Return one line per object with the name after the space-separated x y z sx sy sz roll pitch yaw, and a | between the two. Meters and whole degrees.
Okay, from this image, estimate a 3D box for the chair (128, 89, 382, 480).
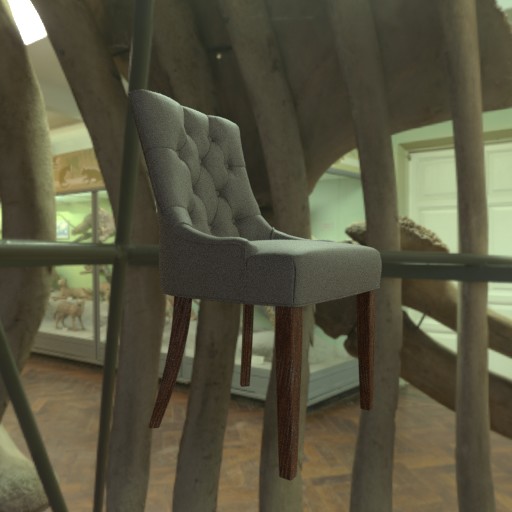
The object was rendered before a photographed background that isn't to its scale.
0.000 0.000 1.195 0.565 0.874 0.509 1 2 34 | chair
